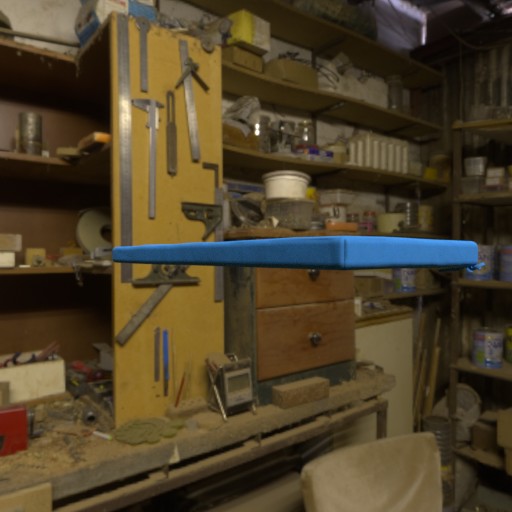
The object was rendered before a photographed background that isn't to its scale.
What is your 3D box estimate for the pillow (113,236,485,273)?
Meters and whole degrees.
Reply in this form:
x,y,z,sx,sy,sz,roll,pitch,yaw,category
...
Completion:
x,y,z,sx,sy,sz,roll,pitch,yaw,category
0.000,0.000,1.337,0.492,0.081,1.187,0,0,-37,pillow
